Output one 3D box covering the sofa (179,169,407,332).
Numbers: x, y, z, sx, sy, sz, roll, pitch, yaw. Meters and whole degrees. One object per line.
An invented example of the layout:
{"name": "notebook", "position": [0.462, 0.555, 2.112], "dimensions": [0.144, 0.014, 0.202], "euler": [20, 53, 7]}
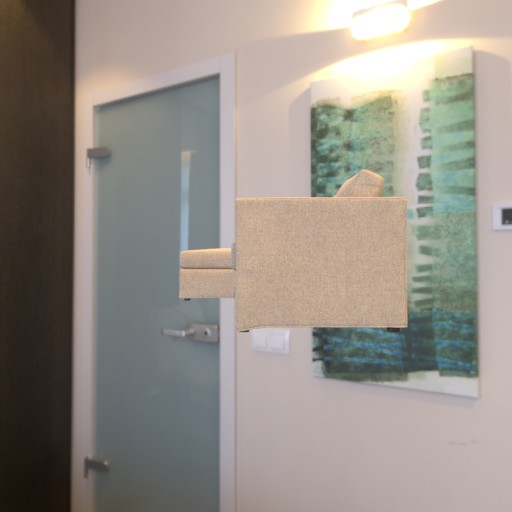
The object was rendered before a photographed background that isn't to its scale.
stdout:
{"name": "sofa", "position": [0.000, 0.000, 3.950], "dimensions": [1.638, 0.920, 3.198], "euler": [0, -1, 0]}
